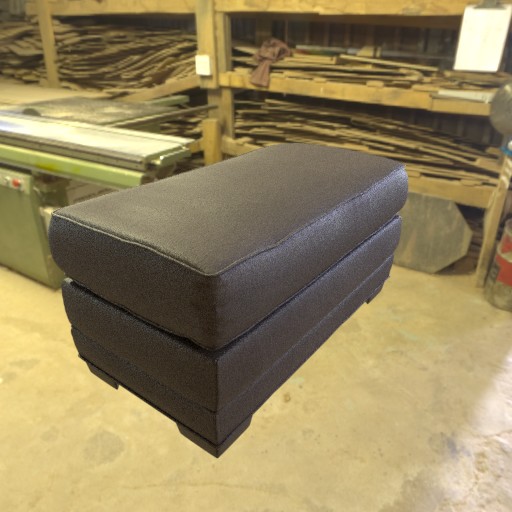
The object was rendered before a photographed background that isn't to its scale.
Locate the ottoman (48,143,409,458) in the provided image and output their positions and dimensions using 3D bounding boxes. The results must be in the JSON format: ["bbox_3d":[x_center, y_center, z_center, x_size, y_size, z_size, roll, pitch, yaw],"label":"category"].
[{"bbox_3d":[0.000,0.000,1.166,0.490,0.448,0.864,19,32,33],"label":"ottoman"}]
